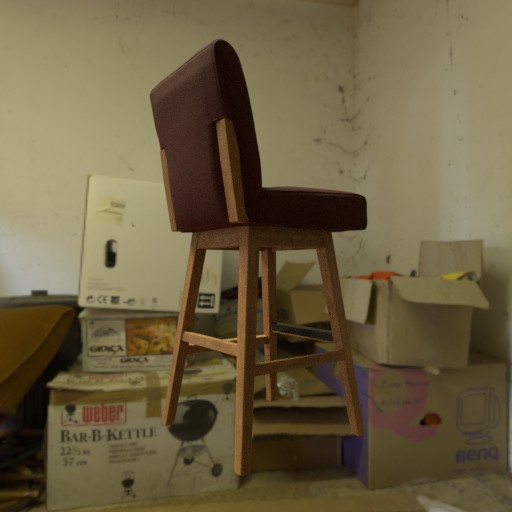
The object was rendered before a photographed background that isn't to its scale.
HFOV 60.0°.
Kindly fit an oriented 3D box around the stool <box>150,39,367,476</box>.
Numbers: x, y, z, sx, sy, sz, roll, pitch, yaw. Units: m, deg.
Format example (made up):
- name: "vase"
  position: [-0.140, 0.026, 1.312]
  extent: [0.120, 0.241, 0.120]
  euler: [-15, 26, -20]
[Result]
- name: "stool"
  position: [0.000, 0.000, 1.404]
  extent: [0.562, 1.093, 0.468]
  euler: [1, -2, -36]
